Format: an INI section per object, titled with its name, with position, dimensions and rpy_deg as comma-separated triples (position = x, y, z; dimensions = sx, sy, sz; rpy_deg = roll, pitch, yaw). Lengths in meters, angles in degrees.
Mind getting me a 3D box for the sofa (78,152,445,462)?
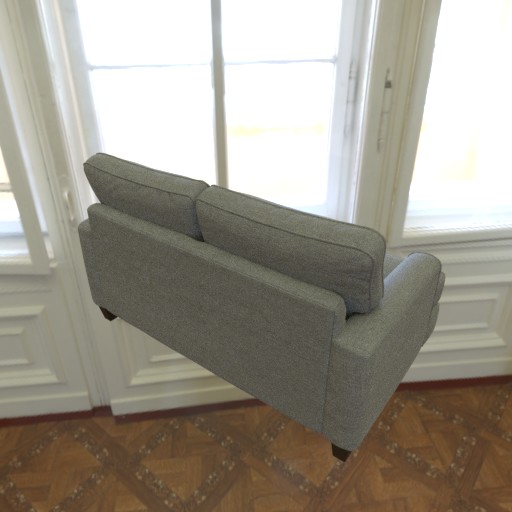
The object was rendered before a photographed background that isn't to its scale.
[sofa]
position = 0.000, 0.000, 2.225
dimensions = 1.651, 0.965, 0.965
rpy_deg = 21, 35, 32
